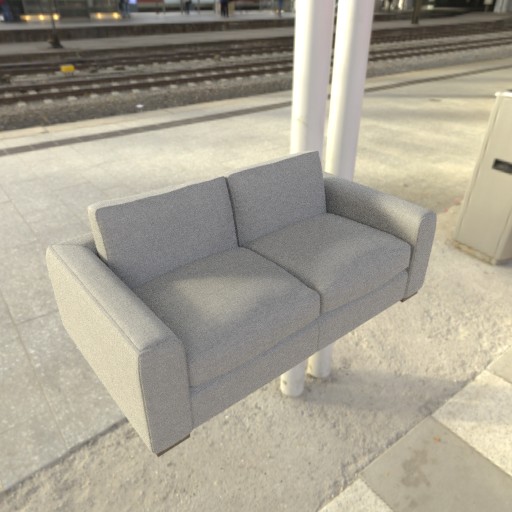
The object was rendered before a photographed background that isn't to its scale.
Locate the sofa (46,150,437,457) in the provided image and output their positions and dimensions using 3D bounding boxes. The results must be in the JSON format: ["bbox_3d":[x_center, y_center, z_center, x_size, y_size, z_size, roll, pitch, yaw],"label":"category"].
[{"bbox_3d":[0.000,0.000,2.461,1.920,0.800,1.069,-22,37,-33],"label":"sofa"}]
